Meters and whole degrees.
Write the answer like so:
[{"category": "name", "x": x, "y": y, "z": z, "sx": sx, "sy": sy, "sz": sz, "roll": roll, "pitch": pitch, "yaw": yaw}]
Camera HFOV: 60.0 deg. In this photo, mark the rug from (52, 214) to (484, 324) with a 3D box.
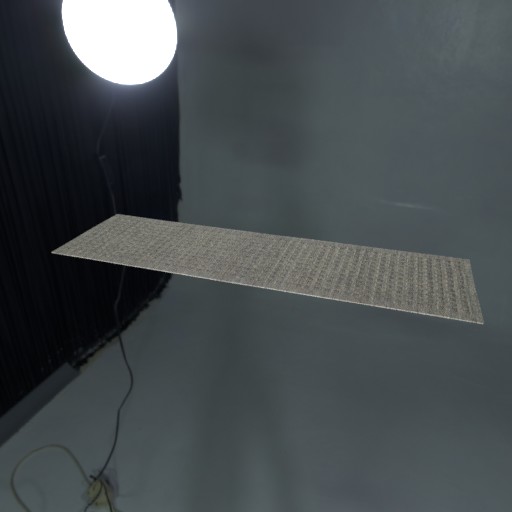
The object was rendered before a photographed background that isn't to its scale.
[{"category": "rug", "x": 0.000, "y": 0.000, "z": 2.686, "sx": 2.443, "sy": 0.009, "sz": 0.706, "roll": 8, "pitch": 27, "yaw": 17}]
